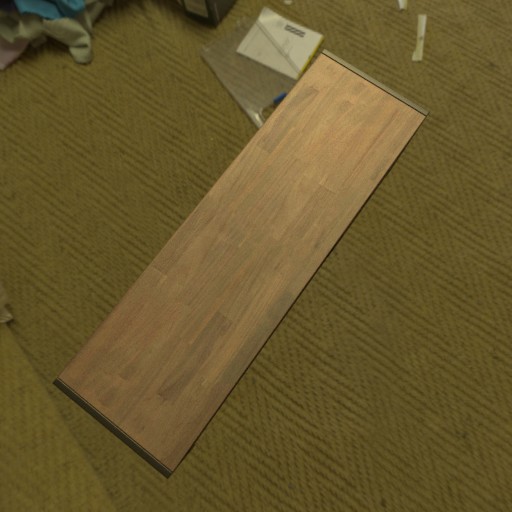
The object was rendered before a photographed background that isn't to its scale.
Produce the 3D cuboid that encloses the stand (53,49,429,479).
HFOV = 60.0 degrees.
[{"bbox_3d":[0.000,0.000,1.705,0.454,0.506,1.480,35,78,9],"label":"stand"}]
